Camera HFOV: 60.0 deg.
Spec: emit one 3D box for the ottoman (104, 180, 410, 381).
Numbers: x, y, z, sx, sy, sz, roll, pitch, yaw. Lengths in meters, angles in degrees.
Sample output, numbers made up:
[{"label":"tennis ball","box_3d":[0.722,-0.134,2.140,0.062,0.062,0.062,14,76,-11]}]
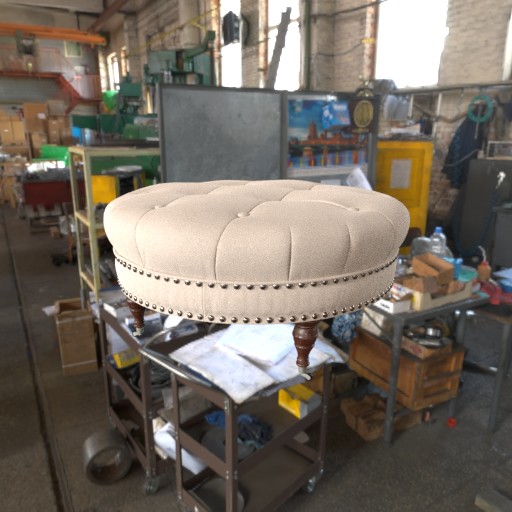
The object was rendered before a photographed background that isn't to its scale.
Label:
[{"label":"ottoman","box_3d":[0.000,0.000,1.407,0.901,0.439,0.901,0,16,0]}]
